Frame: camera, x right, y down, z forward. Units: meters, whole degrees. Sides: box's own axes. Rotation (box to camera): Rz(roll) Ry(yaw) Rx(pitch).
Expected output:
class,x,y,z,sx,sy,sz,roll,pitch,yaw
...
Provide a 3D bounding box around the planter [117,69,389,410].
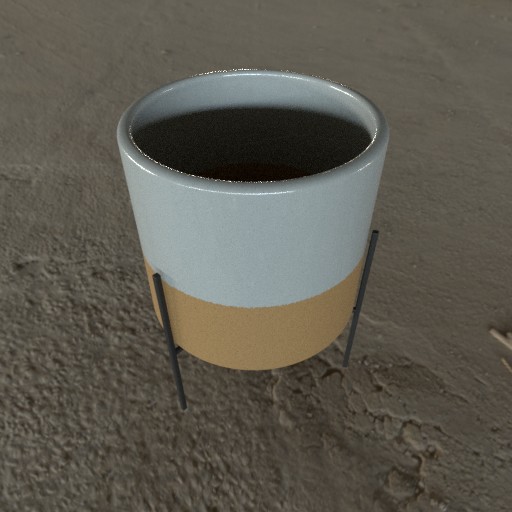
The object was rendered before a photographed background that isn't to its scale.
class,x,y,z,sx,sy,sz,roll,pitch,yaw
planter,0.000,0.000,0.643,0.310,0.432,0.310,-1,42,-1
